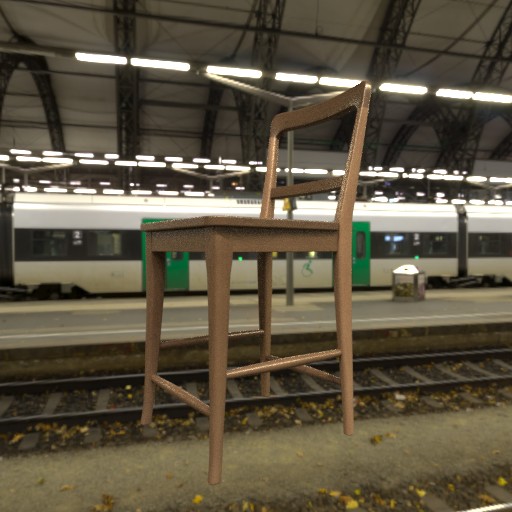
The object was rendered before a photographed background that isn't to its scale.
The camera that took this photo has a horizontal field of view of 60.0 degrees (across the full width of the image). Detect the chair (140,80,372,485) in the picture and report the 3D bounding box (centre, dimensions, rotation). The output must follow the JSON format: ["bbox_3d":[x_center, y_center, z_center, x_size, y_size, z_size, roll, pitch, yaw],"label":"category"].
[{"bbox_3d":[0.000,0.000,1.281,0.546,0.991,0.450,-1,1,-35],"label":"chair"}]
